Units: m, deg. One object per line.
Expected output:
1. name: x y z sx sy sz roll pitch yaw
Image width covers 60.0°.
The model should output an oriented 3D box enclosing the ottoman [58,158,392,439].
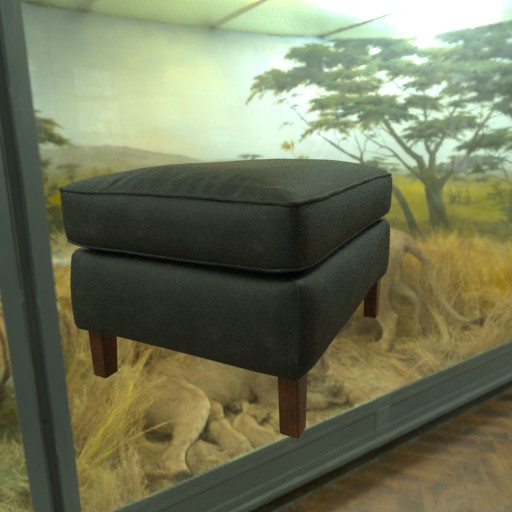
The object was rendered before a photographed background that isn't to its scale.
1. ottoman: 0.000 0.000 0.991 0.501 0.413 0.665 7 16 26
